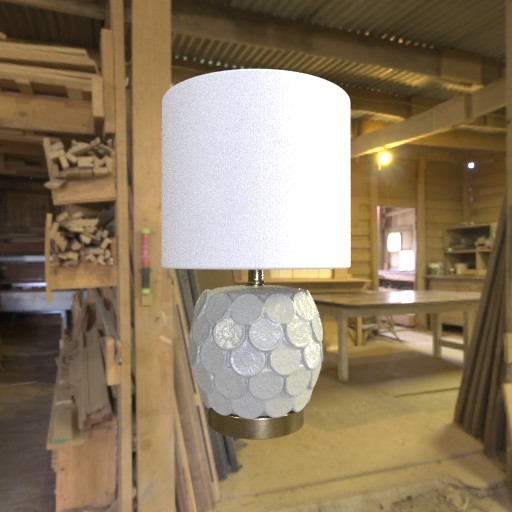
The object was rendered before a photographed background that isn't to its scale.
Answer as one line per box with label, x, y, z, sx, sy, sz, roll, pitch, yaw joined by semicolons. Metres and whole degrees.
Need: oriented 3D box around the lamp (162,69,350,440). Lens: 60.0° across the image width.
lamp;0.000;0.000;0.610;0.254;0.452;0.254;0;0;0
